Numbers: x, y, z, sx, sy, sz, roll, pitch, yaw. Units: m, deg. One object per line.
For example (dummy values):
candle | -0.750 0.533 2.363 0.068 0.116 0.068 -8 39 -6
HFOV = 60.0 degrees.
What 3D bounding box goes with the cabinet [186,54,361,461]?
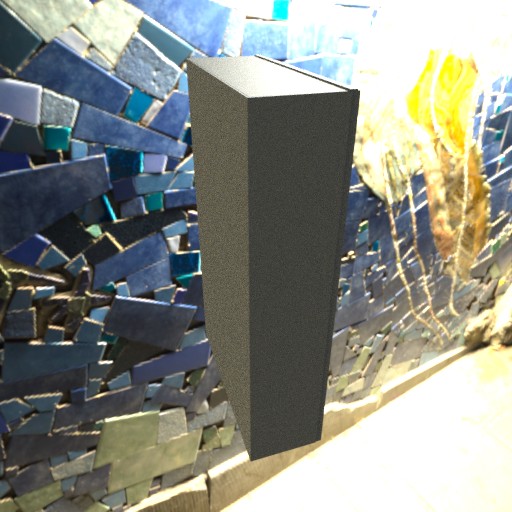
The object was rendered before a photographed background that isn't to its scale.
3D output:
cabinet | 0.000 0.000 2.763 0.480 2.160 1.250 -9 32 -16
